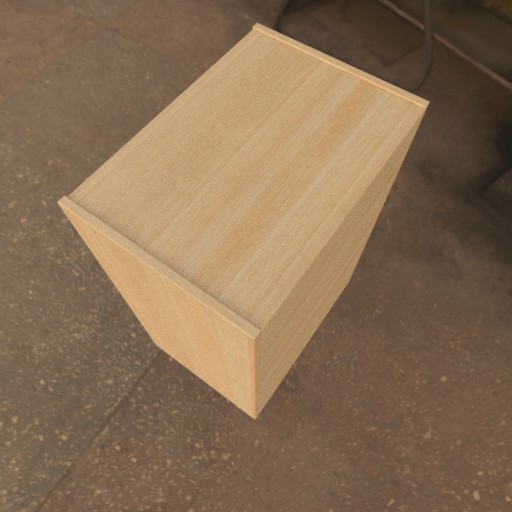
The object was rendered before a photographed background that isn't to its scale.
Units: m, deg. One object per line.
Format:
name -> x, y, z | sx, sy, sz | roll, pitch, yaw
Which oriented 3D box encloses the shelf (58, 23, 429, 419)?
shelf -> 0.000, 0.000, 0.828 | 0.290, 0.592, 0.414 | 32, 67, 16
